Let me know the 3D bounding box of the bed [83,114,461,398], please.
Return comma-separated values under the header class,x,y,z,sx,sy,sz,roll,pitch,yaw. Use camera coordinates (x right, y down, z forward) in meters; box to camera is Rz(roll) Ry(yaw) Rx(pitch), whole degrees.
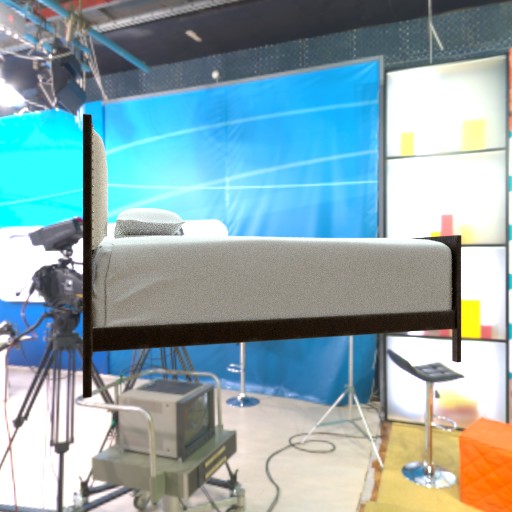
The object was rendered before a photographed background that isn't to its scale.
class,x,y,z,sx,sy,sz,roll,pitch,yaw
bed,0.000,0.000,3.157,2.221,1.313,1.607,0,0,-18
